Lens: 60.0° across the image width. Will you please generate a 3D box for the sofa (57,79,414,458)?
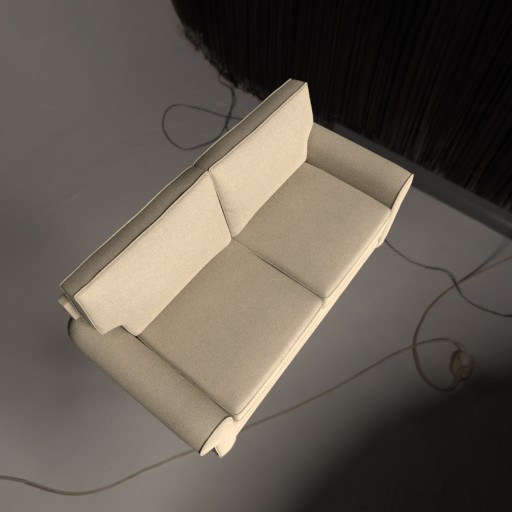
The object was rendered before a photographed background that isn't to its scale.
[{"bbox_3d":[0.000,0.000,2.270,0.861,0.933,1.774,33,64,18],"label":"sofa"}]
